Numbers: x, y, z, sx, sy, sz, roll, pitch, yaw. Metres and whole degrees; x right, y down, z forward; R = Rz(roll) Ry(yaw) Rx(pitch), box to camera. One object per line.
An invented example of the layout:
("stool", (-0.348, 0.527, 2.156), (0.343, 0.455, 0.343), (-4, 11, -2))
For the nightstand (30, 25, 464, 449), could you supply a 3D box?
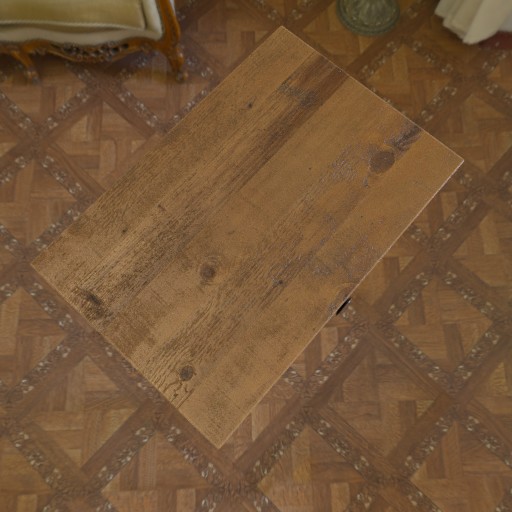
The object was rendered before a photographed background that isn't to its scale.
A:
("nightstand", (0.000, 0.000, 1.061), (0.450, 0.599, 0.650), (41, 79, 10))
